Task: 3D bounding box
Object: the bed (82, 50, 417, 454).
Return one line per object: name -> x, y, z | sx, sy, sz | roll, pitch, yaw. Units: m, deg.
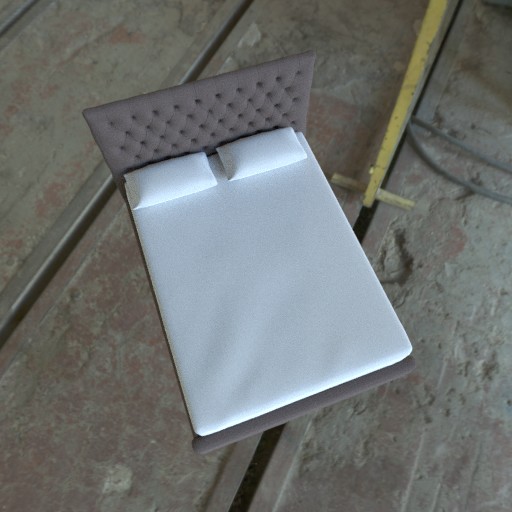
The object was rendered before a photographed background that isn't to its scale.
bed -> 0.000, 0.000, 3.267 | 1.696, 1.426, 2.233 | -18, 66, -8
